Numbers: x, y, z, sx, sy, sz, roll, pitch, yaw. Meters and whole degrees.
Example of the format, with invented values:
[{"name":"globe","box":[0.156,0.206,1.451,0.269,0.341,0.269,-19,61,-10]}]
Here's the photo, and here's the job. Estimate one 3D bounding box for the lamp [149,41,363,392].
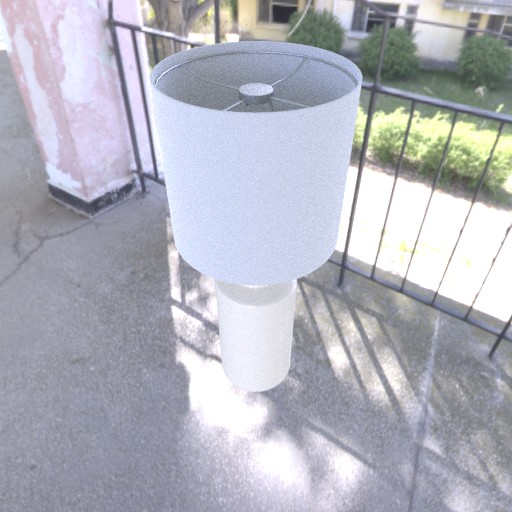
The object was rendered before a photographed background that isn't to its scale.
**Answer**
[{"name":"lamp","box":[0.000,0.000,0.608,0.212,0.493,0.212,25,46,26]}]
